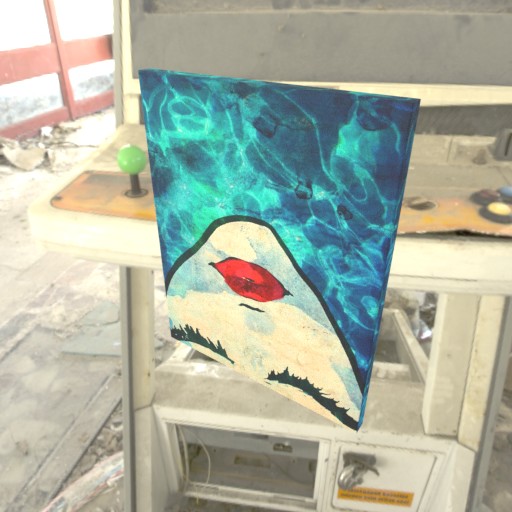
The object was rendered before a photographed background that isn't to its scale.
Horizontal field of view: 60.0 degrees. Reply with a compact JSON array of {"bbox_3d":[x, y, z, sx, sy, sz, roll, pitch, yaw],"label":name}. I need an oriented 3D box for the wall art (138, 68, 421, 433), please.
[{"bbox_3d":[0.000,0.000,1.029,0.609,0.760,0.038,19,35,30],"label":"wall art"}]
